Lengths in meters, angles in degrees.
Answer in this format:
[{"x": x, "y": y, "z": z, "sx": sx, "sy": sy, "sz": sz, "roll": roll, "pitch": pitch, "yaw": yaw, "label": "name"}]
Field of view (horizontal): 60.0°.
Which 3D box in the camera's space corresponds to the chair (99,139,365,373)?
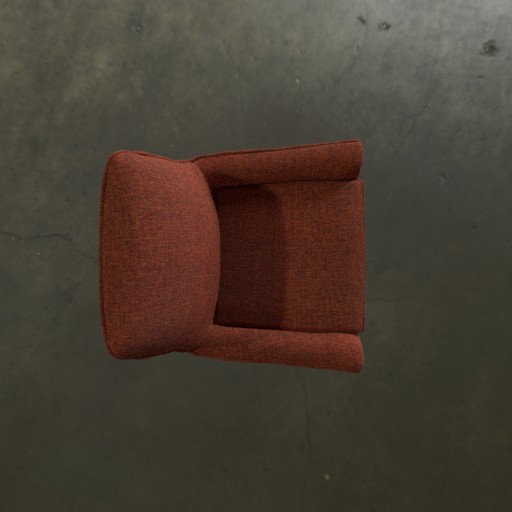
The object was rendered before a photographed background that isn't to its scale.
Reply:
[{"x": 0.000, "y": 0.000, "z": 1.543, "sx": 0.784, "sy": 0.911, "sz": 0.803, "roll": 0, "pitch": 90, "yaw": 1, "label": "chair"}]
